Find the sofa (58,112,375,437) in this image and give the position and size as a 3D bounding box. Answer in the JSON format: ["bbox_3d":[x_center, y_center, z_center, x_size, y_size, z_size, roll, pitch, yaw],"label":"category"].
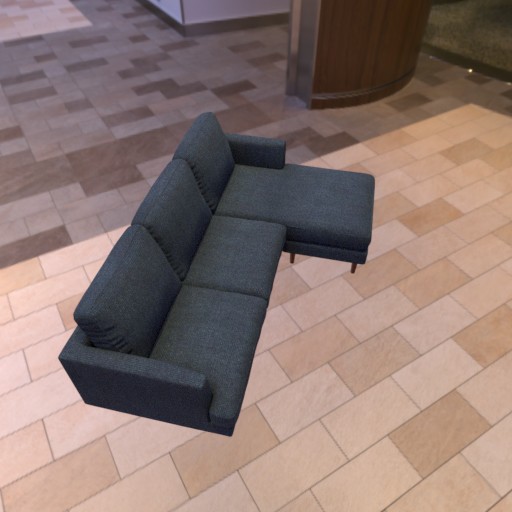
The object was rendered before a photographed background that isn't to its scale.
[{"bbox_3d":[0.000,0.000,2.957,1.504,0.956,2.233,9,47,9],"label":"sofa"}]
